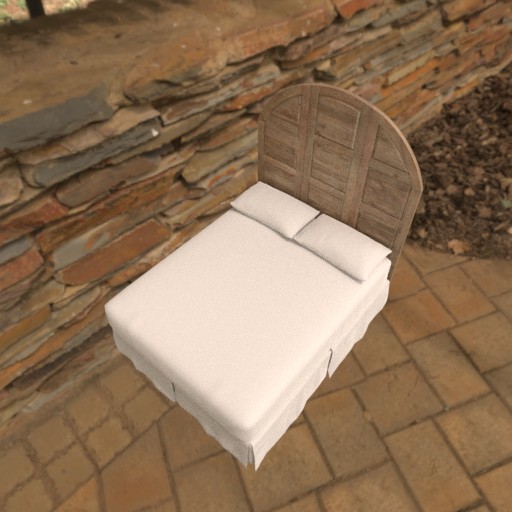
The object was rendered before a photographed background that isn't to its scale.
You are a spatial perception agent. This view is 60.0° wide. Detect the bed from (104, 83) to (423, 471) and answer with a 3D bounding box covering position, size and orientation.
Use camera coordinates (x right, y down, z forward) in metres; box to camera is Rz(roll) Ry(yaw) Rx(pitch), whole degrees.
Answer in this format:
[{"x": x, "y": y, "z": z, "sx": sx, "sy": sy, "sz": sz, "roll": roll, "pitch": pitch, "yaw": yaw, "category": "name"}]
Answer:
[{"x": 0.000, "y": 0.000, "z": 3.539, "sx": 1.713, "sy": 2.002, "sz": 2.112, "roll": 32, "pitch": 55, "yaw": 26, "category": "bed"}]
